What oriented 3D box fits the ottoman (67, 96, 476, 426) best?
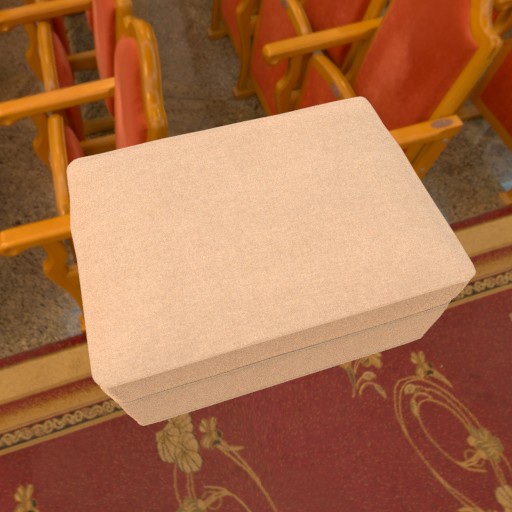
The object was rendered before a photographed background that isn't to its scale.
[{"bbox_3d":[0.000,0.000,1.220,0.846,0.503,0.617,-15,61,-9],"label":"ottoman"}]
